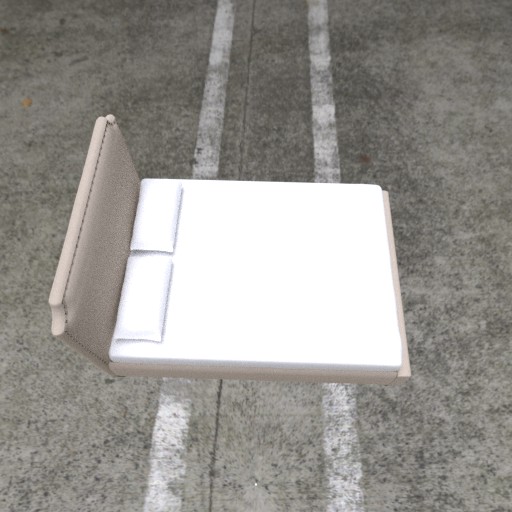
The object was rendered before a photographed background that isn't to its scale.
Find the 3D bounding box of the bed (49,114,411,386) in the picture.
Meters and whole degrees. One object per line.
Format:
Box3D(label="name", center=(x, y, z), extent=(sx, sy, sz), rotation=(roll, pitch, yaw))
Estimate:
Box3D(label="bed", center=(0.000, 0.000, 3.449), extent=(2.372, 1.443, 1.713), rotation=(2, 63, 1))
